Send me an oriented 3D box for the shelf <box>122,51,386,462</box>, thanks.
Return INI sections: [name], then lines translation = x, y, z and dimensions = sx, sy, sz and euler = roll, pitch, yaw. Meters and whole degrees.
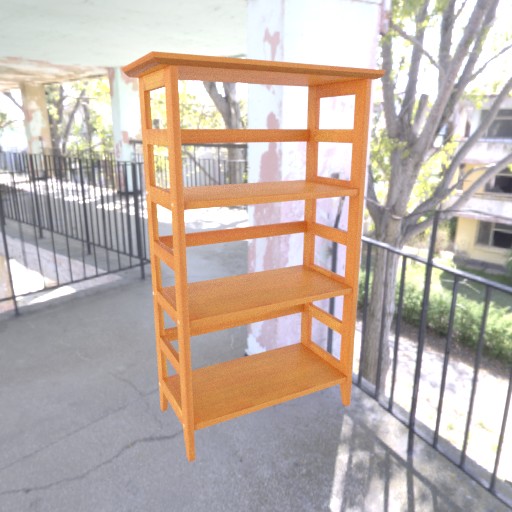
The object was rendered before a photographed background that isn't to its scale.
[shelf]
translation = 0.000, 0.000, 1.363
dimensions = 0.660, 1.067, 0.305
euler = -8, 18, -27
